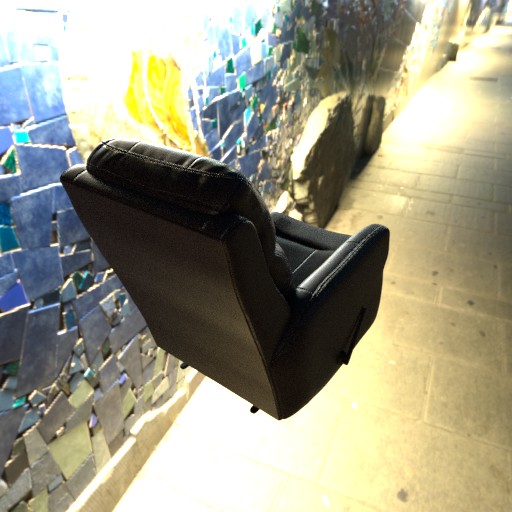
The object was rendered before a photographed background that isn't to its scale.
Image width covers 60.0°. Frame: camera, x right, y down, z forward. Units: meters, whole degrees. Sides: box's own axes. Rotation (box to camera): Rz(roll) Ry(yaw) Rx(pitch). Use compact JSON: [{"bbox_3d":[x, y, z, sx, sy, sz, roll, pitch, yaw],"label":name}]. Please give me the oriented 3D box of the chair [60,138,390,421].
[{"bbox_3d":[0.000,0.000,1.743,0.829,1.030,1.080,21,36,32],"label":"chair"}]
